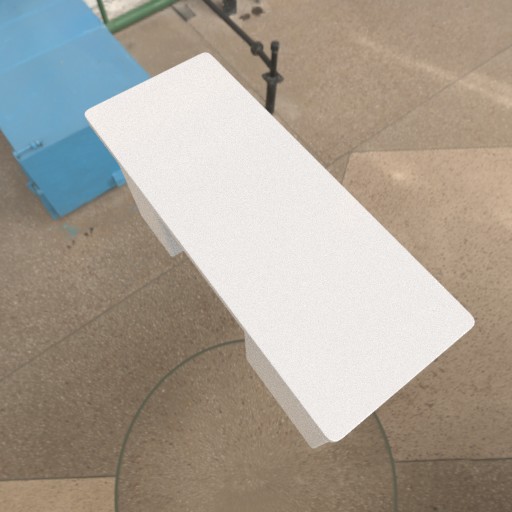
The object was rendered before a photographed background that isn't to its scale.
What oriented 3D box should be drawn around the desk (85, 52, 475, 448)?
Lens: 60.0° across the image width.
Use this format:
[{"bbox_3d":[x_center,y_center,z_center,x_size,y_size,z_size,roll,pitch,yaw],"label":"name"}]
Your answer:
[{"bbox_3d":[0.000,0.000,1.786,0.550,0.762,1.400,-34,68,-15],"label":"desk"}]
